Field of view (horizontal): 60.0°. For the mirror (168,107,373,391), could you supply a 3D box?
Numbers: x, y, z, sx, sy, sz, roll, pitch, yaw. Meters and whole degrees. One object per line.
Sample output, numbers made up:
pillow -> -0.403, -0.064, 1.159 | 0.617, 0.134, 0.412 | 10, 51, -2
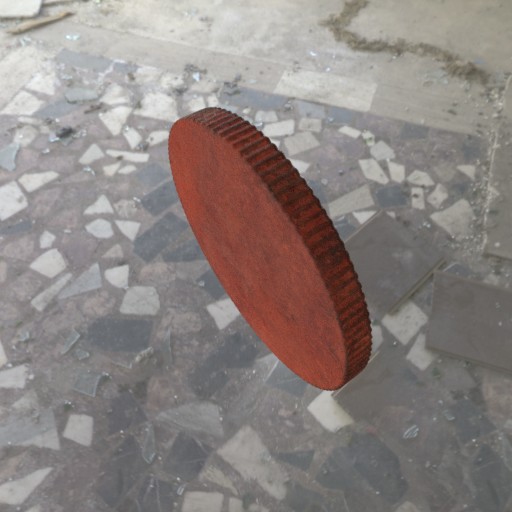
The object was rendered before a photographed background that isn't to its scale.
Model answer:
mirror -> 0.000, 0.000, 0.915 | 0.056, 0.609, 0.609 | -31, 63, -18
